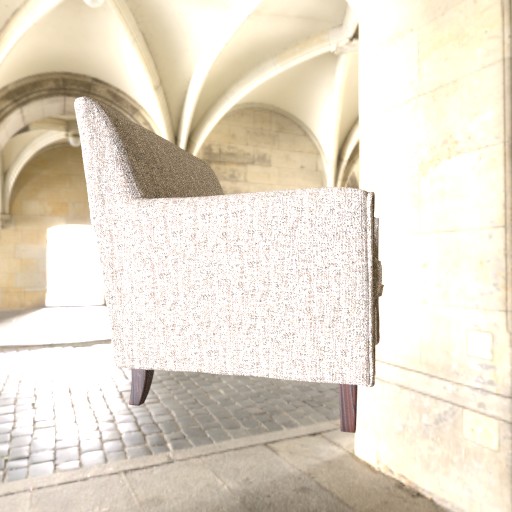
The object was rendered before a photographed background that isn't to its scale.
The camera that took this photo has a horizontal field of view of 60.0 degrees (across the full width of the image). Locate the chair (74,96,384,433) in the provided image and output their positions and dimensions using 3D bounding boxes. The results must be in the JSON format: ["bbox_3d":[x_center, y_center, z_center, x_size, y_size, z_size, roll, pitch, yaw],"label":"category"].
[{"bbox_3d":[0.000,0.000,1.578,0.873,0.928,0.864,0,-1,17],"label":"chair"}]
